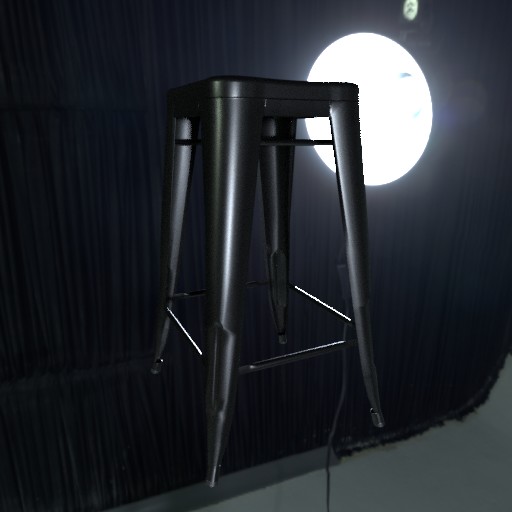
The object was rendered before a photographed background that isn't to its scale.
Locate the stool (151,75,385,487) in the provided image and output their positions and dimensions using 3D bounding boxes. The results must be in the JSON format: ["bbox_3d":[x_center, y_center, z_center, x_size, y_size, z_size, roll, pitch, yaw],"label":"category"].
[{"bbox_3d":[0.000,0.000,0.849,0.359,0.609,0.399,-8,18,-25],"label":"stool"}]
